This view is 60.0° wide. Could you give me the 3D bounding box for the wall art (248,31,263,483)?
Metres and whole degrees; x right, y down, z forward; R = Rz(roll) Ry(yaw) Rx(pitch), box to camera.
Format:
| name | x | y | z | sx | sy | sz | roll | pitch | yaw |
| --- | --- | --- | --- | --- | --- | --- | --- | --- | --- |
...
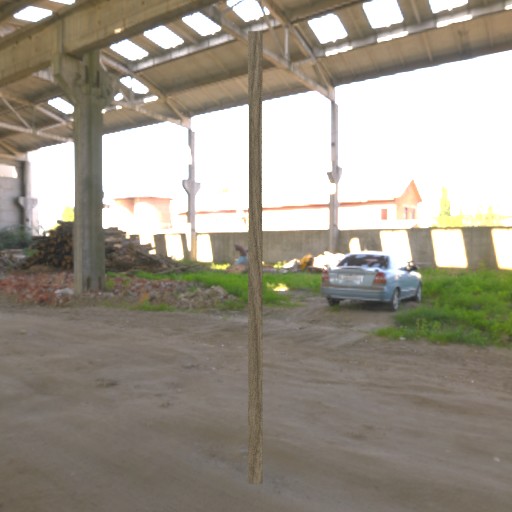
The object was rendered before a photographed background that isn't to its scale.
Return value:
| name | x | y | z | sx | sy | sz | roll | pitch | yaw |
| --- | --- | --- | --- | --- | --- | --- | --- | --- | --- |
| wall art | 0.000 | 0.000 | 0.751 | 0.016 | 0.507 | 0.508 | 0 | 1 | 0 |
